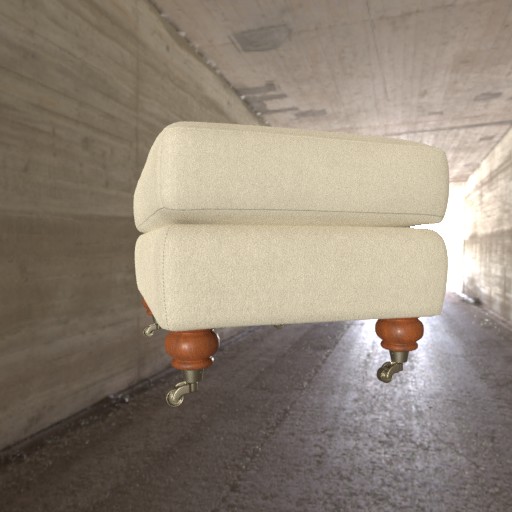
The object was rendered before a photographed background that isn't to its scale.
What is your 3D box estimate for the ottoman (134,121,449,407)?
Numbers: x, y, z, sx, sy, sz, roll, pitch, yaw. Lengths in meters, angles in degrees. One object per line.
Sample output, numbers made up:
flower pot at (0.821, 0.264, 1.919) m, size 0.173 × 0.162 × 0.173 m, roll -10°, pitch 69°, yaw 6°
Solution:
ottoman at (0.000, 0.000, 1.117) m, size 0.569 × 0.499 × 0.773 m, roll 0°, pitch 1°, yaw -18°
